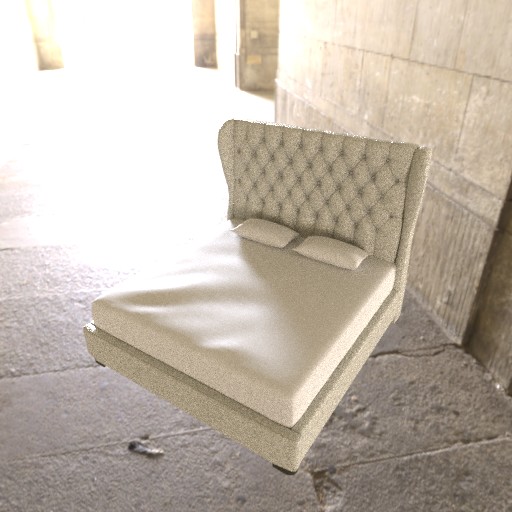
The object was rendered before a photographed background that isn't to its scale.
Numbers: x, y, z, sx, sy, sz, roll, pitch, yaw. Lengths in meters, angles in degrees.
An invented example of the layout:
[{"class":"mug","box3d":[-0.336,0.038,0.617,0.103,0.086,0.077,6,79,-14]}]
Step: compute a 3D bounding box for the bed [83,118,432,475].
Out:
[{"class":"bed","box3d":[0.000,0.000,3.927,2.219,1.771,2.347,18,34,29]}]
